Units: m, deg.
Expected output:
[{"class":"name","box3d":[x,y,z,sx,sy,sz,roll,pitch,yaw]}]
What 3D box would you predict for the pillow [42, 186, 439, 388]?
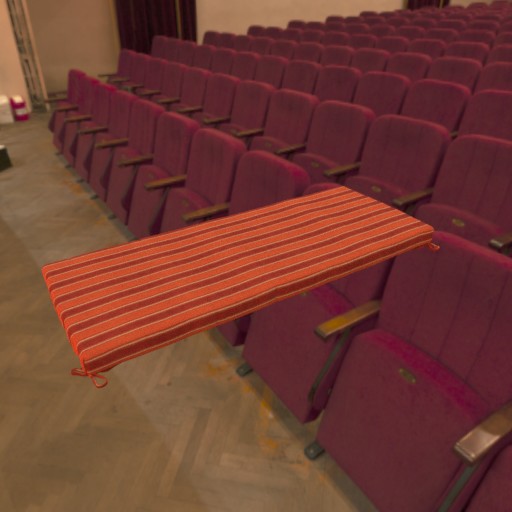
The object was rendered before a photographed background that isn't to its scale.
[{"class":"pillow","box3d":[0.000,0.000,1.360,1.187,0.081,0.492,-18,35,-28]}]
